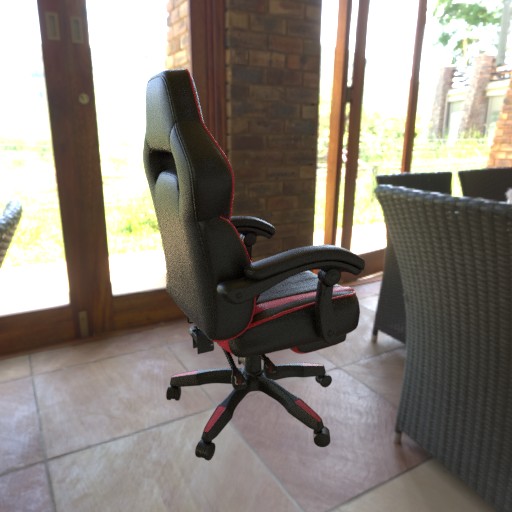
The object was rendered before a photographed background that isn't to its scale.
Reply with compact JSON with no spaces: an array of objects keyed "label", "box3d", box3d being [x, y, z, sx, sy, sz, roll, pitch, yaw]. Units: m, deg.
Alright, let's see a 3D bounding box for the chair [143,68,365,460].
[{"label":"chair","box3d":[0.000,0.000,1.618,0.700,1.220,0.700,-7,16,-26]}]
